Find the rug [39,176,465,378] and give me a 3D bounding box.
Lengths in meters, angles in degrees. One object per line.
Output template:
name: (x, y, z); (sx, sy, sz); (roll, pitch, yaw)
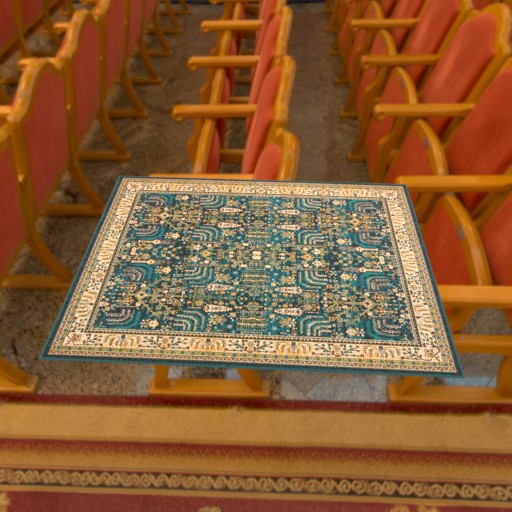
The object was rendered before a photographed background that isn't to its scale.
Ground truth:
rug: (0.000, 0.000, 3.928); (3.044, 0.015, 2.226); (2, 46, 2)
